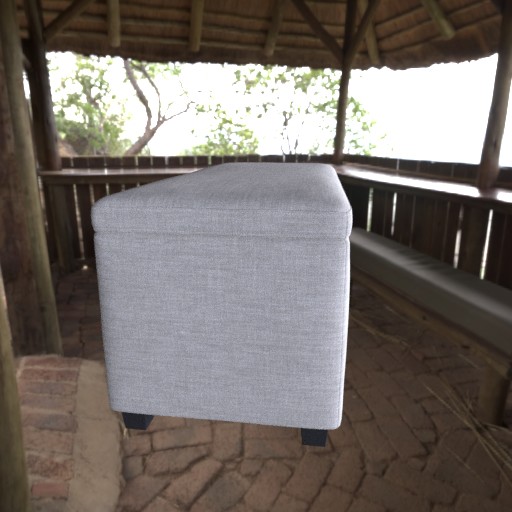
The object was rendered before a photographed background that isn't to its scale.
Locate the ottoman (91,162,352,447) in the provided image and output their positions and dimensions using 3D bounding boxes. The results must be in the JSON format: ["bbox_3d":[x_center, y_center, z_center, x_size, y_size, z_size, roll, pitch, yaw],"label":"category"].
[{"bbox_3d":[0.000,0.000,1.119,0.419,0.432,0.902,2,15,8],"label":"ottoman"}]
